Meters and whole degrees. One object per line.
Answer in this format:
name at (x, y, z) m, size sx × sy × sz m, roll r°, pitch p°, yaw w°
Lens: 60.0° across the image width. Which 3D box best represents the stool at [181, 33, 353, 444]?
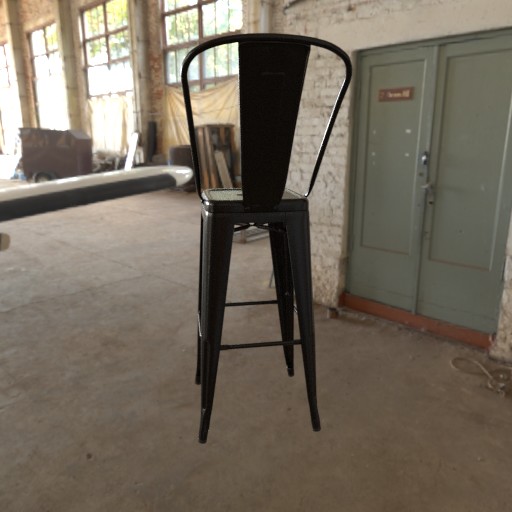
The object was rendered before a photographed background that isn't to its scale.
stool at (0.000, 0.000, 1.306) m, size 0.399 × 1.096 × 0.513 m, roll -2°, pitch 15°, yaw -9°
